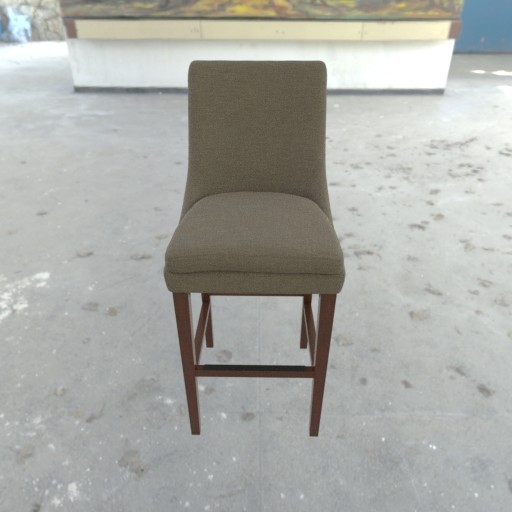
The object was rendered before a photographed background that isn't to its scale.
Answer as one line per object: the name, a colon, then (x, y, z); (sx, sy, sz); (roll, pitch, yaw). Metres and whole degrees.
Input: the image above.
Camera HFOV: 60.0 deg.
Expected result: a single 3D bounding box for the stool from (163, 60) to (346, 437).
stool: (0.000, 0.000, 1.401); (0.470, 1.078, 0.577); (0, 31, 1)
